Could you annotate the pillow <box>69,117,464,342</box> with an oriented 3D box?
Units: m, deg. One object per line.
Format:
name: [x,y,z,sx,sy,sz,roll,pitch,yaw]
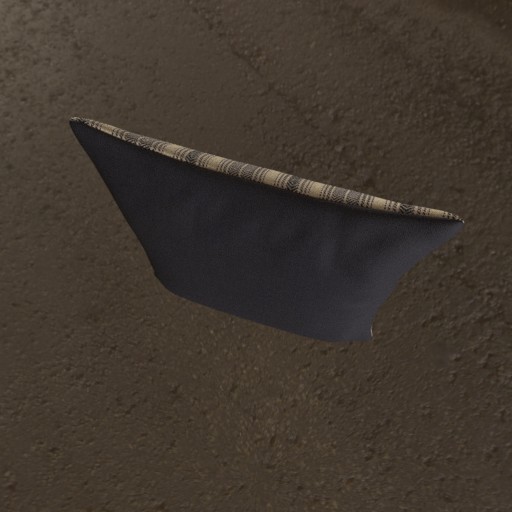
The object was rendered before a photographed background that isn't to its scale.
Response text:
pillow: [0.000,0.000,0.779,0.520,0.508,0.166,16,64,8]
